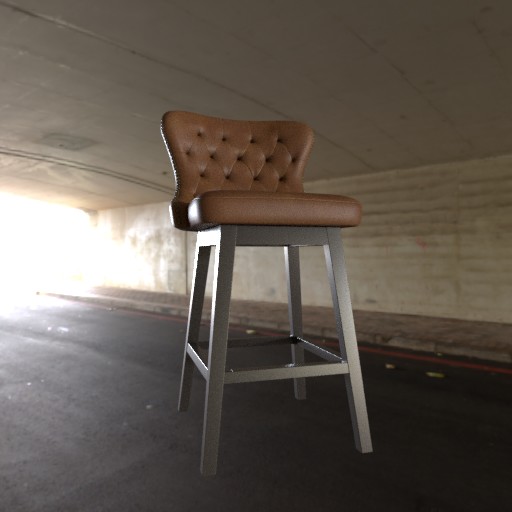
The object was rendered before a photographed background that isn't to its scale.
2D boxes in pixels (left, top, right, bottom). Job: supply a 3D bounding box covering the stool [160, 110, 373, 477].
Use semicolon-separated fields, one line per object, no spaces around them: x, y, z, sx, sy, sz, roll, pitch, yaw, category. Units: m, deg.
0.000;0.000;1.320;0.528;0.971;0.593;0;0;-17;stool
